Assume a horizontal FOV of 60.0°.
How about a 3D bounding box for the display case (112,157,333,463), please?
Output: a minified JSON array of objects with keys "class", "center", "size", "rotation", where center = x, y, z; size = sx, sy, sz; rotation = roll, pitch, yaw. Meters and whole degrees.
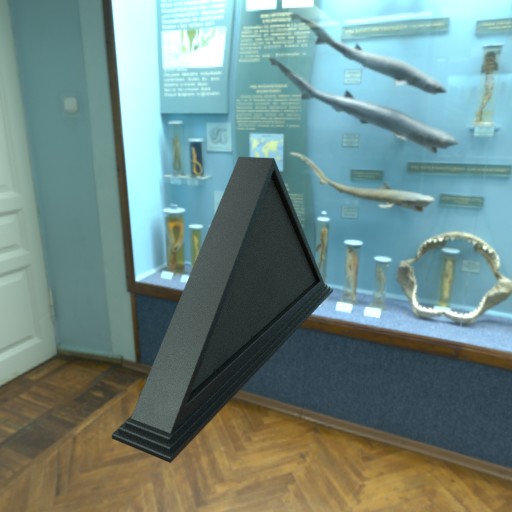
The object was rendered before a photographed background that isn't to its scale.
[{"class":"display case","center":[0.000,0.000,0.782],"size":[0.095,0.340,0.640],"rotation":[8,19,26]}]
